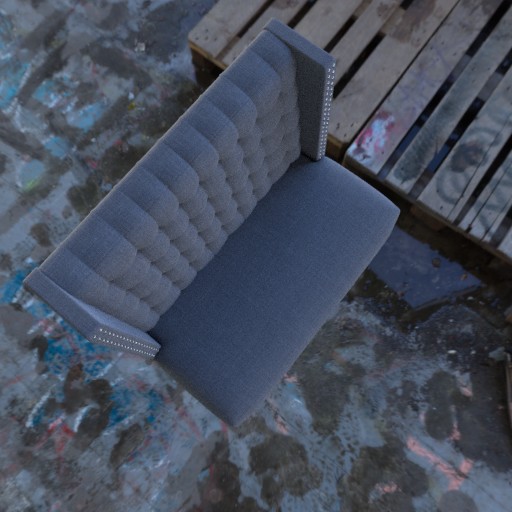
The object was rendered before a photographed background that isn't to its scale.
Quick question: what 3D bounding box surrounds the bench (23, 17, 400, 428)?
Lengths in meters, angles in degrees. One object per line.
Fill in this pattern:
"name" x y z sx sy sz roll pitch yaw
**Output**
"bench" 0.000 0.000 1.948 0.842 1.121 1.276 38 79 9
